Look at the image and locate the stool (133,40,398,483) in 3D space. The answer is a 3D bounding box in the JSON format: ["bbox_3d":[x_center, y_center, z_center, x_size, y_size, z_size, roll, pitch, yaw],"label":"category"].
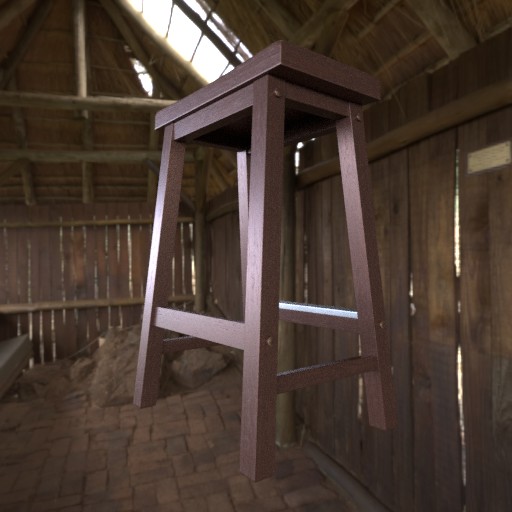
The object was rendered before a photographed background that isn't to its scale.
[{"bbox_3d":[0.000,0.000,0.850,0.322,0.610,0.406,0,0,-38],"label":"stool"}]
